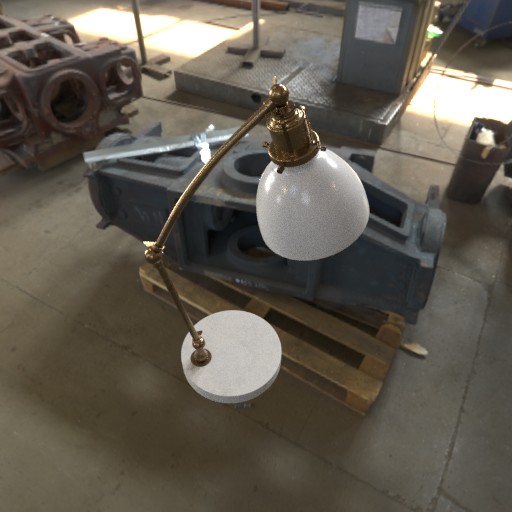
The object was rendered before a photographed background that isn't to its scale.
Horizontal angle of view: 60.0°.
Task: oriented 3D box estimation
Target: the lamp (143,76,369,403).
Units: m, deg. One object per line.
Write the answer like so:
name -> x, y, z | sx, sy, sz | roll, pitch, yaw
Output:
lamp -> 0.000, 0.000, 0.664 | 0.317, 0.522, 0.186 | -11, 46, -10
